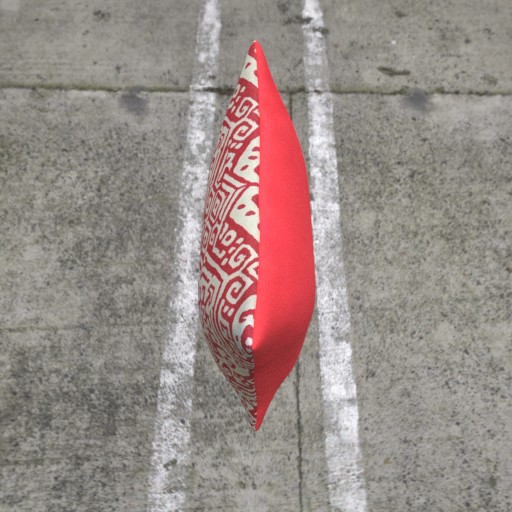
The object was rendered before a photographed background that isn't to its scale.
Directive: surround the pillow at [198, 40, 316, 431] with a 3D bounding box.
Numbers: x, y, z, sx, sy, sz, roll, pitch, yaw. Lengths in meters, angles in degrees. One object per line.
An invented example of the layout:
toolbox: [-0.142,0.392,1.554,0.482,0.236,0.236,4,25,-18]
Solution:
pillow: [0.000,0.000,0.799,0.192,0.507,0.522,0,59,0]
